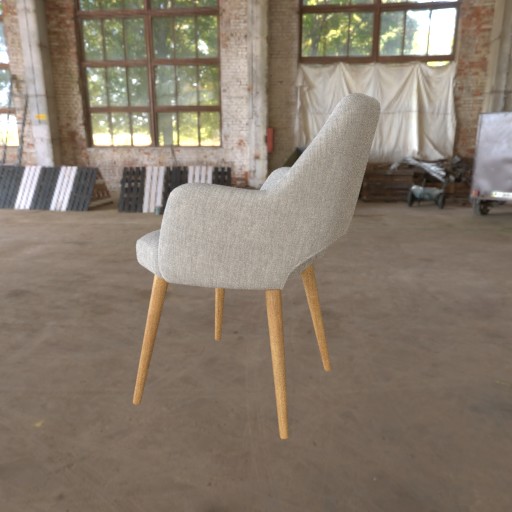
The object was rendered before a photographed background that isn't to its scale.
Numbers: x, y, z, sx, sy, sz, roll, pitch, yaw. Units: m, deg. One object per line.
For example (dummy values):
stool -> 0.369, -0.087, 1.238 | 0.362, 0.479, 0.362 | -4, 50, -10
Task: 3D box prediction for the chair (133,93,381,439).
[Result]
chair -> 0.000, 0.000, 1.255 | 0.610, 0.840, 0.590 | 7, 17, 25
